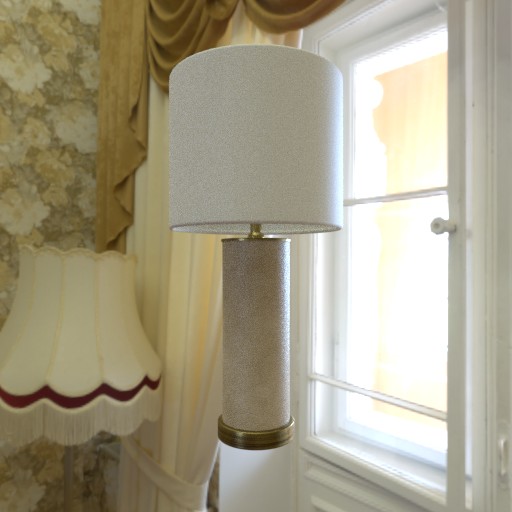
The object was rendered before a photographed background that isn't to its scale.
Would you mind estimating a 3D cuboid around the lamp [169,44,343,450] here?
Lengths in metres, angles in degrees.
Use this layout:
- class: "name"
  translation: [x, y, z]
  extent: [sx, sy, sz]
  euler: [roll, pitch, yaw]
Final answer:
- class: "lamp"
  translation: [0.000, 0.000, 0.791]
  extent: [0.305, 0.634, 0.305]
  euler: [0, 0, 1]
